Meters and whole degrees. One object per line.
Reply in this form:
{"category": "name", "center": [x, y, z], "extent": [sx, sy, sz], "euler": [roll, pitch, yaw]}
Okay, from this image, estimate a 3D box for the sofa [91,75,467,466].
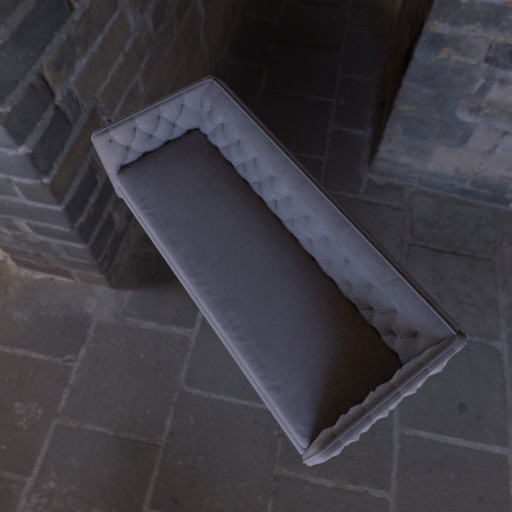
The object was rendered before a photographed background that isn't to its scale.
{"category": "sofa", "center": [0.000, 0.000, 2.643], "extent": [0.895, 0.771, 2.209], "euler": [-32, 67, -16]}
